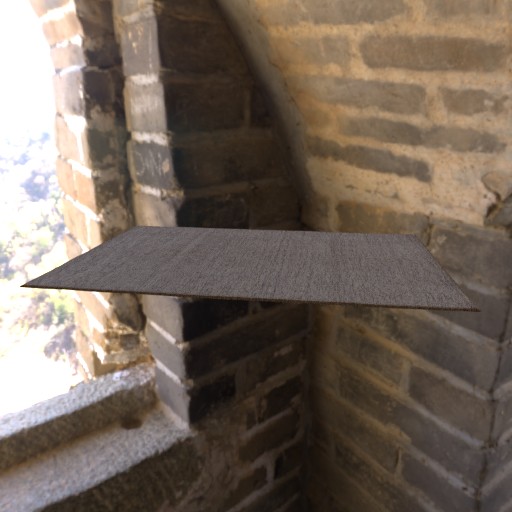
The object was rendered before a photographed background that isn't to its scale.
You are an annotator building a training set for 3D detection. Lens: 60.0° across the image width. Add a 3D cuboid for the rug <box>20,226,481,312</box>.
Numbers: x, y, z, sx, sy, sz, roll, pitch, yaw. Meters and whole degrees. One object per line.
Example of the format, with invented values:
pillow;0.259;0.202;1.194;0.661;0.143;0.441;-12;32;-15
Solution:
rug;0.000;0.000;2.301;1.822;0.018;1.211;2;16;8
